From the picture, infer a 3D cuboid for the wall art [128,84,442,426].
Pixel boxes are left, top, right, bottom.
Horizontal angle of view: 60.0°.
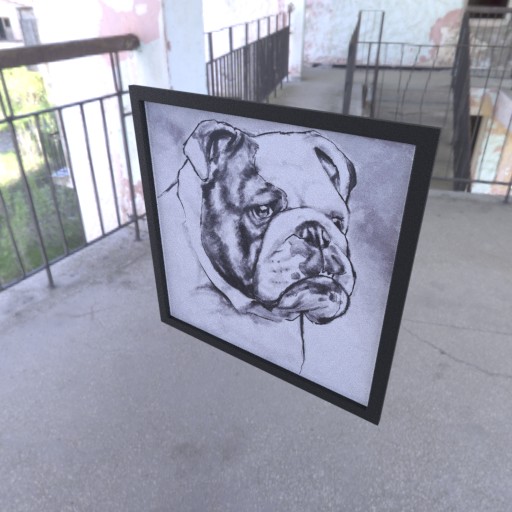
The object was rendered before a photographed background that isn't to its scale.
[{"bbox_3d":[0.000,0.000,0.984,0.663,0.659,0.016,19,35,28],"label":"wall art"}]
